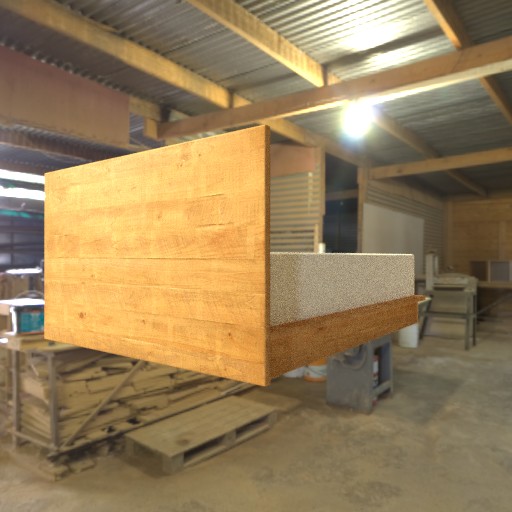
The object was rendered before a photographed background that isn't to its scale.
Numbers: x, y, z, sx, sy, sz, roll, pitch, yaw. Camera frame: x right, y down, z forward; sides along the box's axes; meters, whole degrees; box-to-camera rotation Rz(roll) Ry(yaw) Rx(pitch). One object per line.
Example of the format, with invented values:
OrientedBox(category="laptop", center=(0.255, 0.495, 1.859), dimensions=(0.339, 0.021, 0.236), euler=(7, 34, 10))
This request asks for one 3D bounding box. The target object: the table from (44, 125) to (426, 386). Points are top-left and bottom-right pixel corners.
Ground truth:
OrientedBox(category="table", center=(0.000, 0.000, 3.126), dimensions=(1.707, 1.041, 2.149), euler=(0, 0, 37))
